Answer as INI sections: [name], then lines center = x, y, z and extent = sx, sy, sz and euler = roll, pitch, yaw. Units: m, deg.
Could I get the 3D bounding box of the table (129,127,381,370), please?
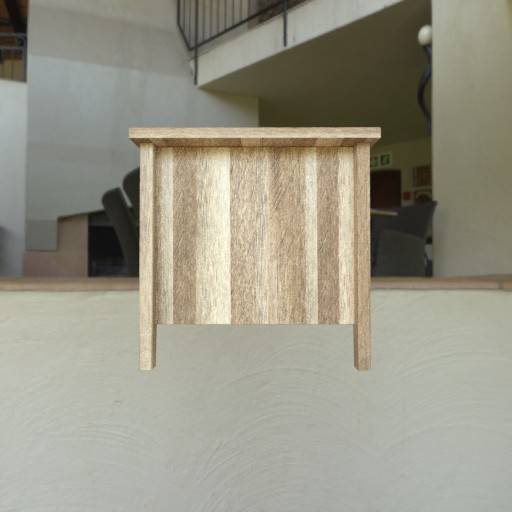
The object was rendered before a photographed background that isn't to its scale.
[table]
center = 0.000, 0.000, 1.408
extent = 0.493, 0.480, 1.095
euler = 0, -1, 0
